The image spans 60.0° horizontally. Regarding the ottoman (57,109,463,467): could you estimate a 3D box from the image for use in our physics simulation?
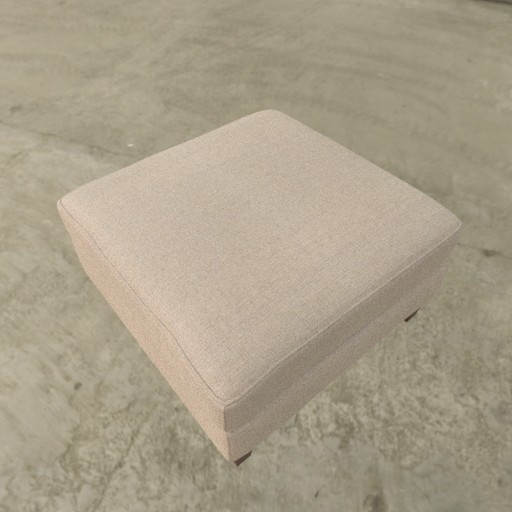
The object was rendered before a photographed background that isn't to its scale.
[{"bbox_3d":[0.000,0.000,1.354,0.838,0.481,0.838,-31,54,-26],"label":"ottoman"}]
